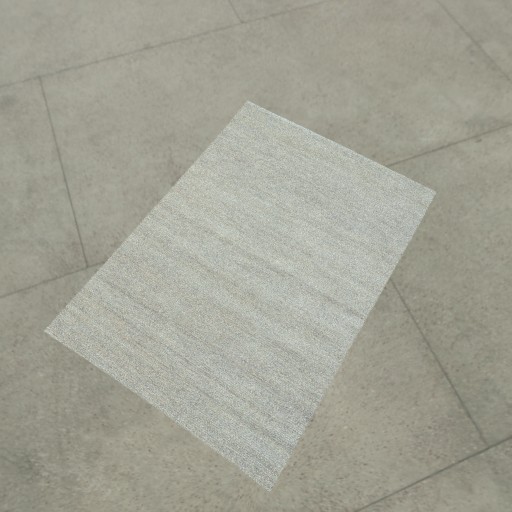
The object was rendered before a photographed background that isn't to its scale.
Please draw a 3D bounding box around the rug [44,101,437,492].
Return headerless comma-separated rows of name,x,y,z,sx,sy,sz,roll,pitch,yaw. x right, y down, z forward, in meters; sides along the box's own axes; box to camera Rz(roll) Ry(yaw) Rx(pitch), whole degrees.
rug,0.000,0.000,2.926,1.624,0.030,2.264,30,67,14
